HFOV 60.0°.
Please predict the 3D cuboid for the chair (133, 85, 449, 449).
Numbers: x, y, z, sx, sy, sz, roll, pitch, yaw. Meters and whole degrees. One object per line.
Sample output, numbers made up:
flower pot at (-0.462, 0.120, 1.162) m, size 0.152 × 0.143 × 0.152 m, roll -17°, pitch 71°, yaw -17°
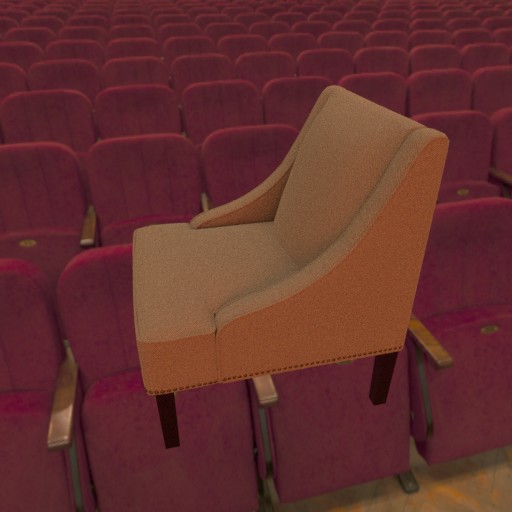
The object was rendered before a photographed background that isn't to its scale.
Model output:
chair at (0.000, 0.000, 1.369) m, size 0.748 × 0.872 × 0.628 m, roll -7°, pitch 32°, yaw -12°
